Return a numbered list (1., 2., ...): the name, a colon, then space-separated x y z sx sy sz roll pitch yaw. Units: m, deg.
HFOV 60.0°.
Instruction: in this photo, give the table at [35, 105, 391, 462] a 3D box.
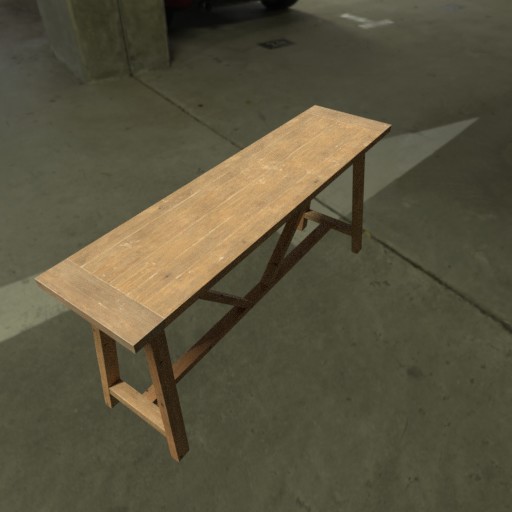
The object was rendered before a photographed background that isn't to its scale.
1. table: 0.000 0.000 2.145 0.465 0.810 1.800 25 46 27
